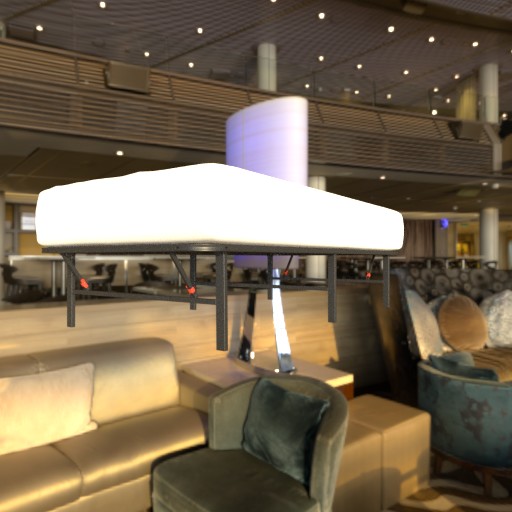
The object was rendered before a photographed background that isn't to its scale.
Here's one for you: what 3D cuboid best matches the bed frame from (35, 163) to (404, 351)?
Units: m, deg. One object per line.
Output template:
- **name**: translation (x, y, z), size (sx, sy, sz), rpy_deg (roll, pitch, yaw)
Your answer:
- **bed frame**: translation (0.000, 0.000, 2.390), size (1.025, 0.640, 1.908), rpy_deg (0, 0, 35)
